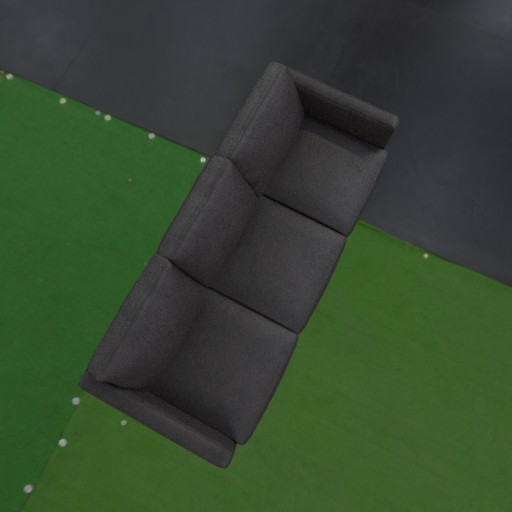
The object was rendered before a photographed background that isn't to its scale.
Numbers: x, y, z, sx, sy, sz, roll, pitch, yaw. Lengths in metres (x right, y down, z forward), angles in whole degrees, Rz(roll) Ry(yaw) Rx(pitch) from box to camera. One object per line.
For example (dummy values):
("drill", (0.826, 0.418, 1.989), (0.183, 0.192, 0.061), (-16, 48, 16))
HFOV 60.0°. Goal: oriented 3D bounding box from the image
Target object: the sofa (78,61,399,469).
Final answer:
("sofa", (0.000, 0.000, 3.035), (1.045, 1.006, 2.464), (27, 77, 7))
